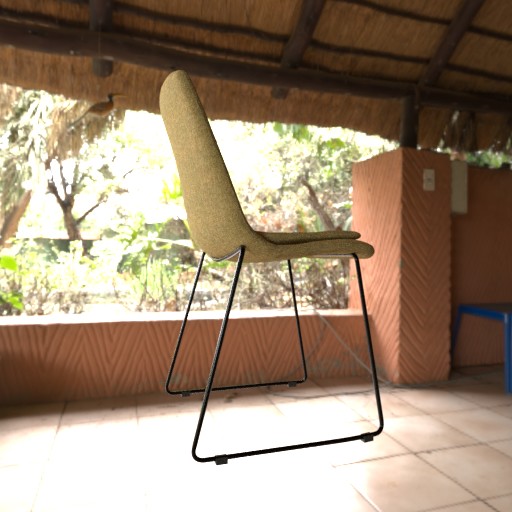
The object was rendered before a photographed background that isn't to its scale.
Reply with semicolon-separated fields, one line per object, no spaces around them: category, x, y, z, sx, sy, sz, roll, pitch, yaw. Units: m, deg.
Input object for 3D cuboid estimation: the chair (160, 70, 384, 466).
chair;0.000;0.000;1.175;0.496;0.849;0.479;0;0;-18
